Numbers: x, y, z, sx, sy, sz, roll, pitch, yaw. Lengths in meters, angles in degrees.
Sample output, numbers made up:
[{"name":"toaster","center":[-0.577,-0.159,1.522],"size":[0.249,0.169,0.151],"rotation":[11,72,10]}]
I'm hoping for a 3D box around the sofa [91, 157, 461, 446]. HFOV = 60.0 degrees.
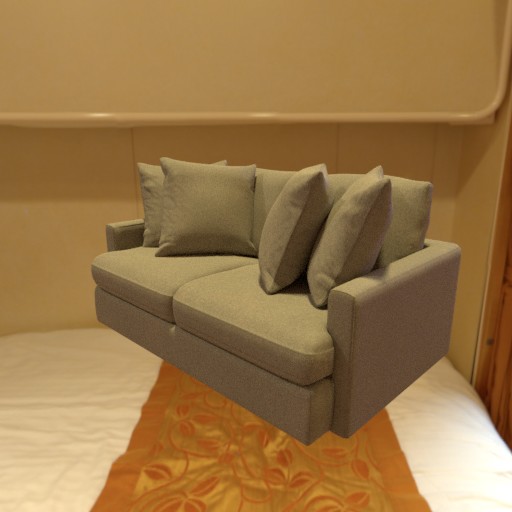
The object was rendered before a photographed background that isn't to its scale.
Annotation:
[{"name":"sofa","center":[0.000,0.000,2.554],"size":[1.869,1.080,1.228],"rotation":[15,21,42]}]
